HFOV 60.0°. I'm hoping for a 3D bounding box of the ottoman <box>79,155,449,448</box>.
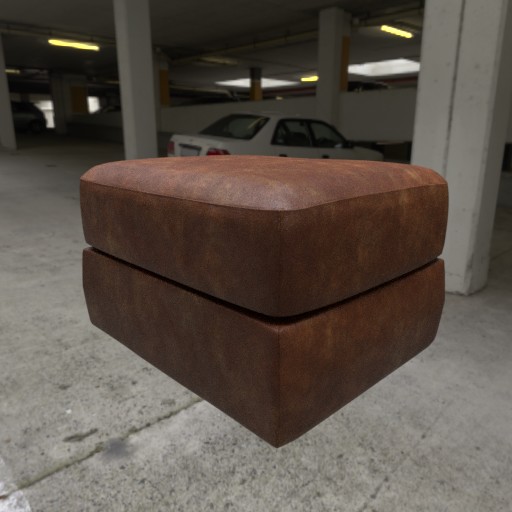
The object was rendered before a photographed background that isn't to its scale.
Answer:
[{"bbox_3d":[0.000,0.000,1.111,0.603,0.476,0.751,-14,21,-42],"label":"ottoman"}]
